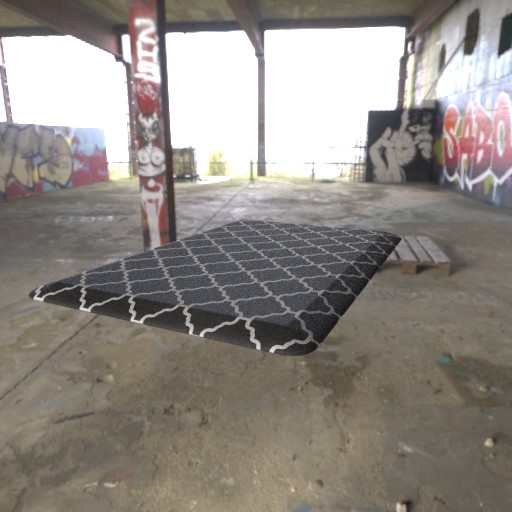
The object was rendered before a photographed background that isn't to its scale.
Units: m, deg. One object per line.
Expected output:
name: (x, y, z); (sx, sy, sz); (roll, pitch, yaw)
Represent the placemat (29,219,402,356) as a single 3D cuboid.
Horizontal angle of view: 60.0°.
placemat: (0.000, 0.000, 0.959); (0.508, 0.021, 0.762); (7, 16, 25)
